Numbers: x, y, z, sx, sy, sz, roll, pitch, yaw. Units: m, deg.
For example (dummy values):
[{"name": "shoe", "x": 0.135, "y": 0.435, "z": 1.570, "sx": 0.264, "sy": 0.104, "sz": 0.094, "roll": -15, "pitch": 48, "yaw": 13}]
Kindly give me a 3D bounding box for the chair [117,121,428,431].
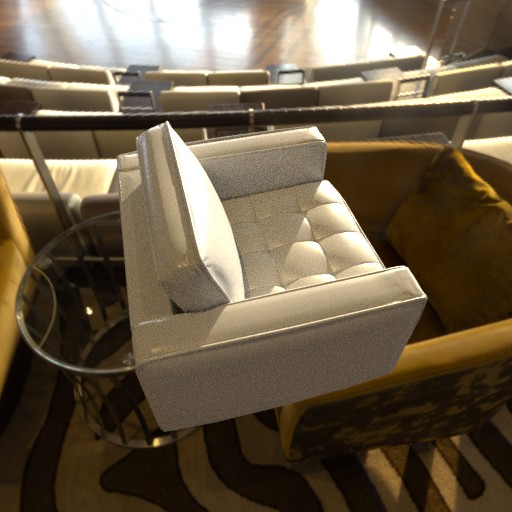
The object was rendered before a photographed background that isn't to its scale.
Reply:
[{"name": "chair", "x": 0.000, "y": 0.000, "z": 1.549, "sx": 0.843, "sy": 0.773, "sz": 0.928, "roll": -11, "pitch": 49, "yaw": -10}]
